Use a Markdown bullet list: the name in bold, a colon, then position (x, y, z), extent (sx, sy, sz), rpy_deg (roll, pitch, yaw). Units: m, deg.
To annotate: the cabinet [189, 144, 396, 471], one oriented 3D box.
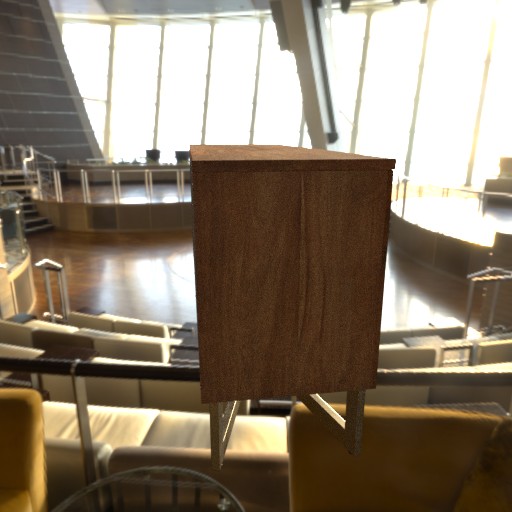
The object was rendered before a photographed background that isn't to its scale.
- **cabinet**: position (0.000, 0.000, 1.726), extent (0.480, 0.812, 1.373), rpy_deg (-2, 16, -8)
